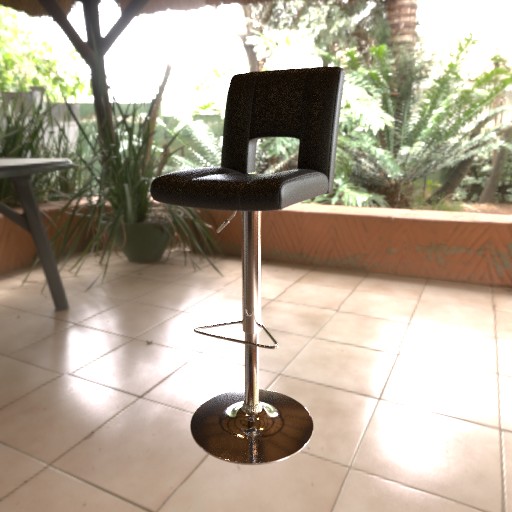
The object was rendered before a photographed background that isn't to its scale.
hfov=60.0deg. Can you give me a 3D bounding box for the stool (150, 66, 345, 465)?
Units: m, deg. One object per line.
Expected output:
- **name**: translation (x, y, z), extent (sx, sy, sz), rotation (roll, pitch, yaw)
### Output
- **stool**: translation (0.000, 0.000, 1.387), extent (0.415, 1.151, 0.520), rotation (7, 16, 25)
